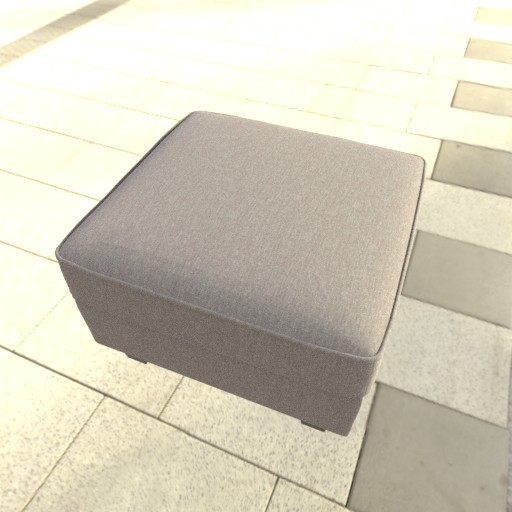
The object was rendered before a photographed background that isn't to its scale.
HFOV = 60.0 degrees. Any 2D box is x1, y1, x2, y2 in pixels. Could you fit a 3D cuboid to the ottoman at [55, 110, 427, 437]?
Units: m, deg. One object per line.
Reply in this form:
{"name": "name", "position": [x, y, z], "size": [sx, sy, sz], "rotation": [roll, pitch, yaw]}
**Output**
{"name": "ottoman", "position": [0.000, 0.000, 1.404], "size": [0.871, 0.612, 0.808], "rotation": [16, 49, 15]}
